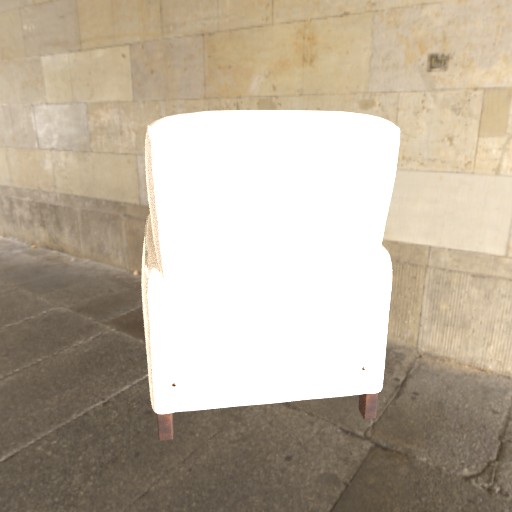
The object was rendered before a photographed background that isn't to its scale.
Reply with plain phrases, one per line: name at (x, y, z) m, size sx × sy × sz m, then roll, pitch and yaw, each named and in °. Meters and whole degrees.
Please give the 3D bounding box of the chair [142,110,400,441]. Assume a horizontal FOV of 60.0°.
chair at (0.000, 0.000, 1.678) m, size 0.841 × 1.028 × 0.858 m, roll -3°, pitch 17°, yaw -9°
